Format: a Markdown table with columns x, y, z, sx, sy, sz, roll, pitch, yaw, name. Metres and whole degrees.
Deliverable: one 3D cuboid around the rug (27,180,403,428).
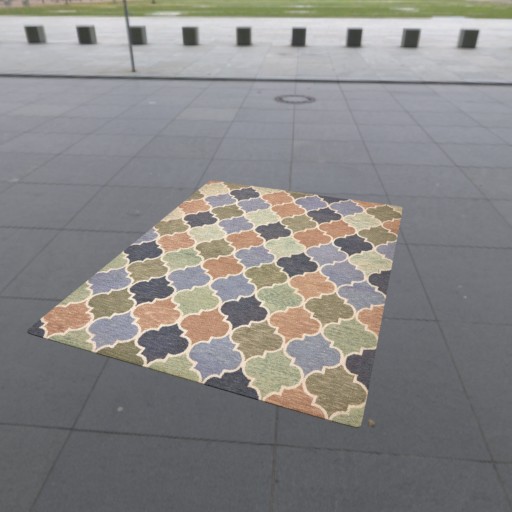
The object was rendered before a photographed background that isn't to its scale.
| x | y | z | sx | sy | sz | roll | pitch | yaw | name |
| --- | --- | --- | --- | --- | --- | --- | --- | --- | --- |
| 0.000 | 0.000 | 4.177 | 2.439 | 0.013 | 3.200 | 11 | 33 | 17 | rug |
